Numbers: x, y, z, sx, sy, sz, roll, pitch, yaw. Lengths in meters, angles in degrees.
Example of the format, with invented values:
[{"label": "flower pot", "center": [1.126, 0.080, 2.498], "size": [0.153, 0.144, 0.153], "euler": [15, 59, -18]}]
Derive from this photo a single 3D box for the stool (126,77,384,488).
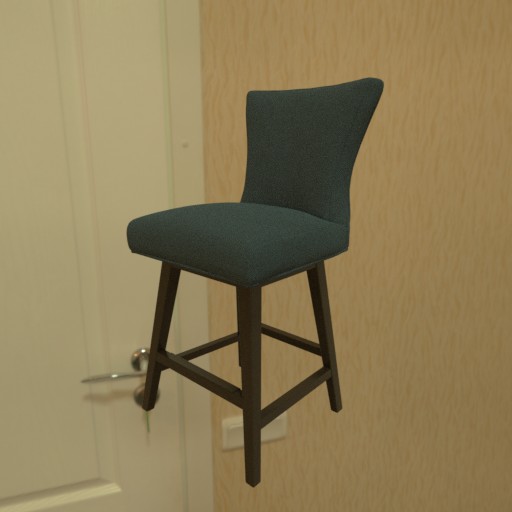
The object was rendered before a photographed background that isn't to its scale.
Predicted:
[{"label": "stool", "center": [0.000, 0.000, 1.324], "size": [0.514, 1.000, 0.574], "euler": [13, 19, 42]}]
